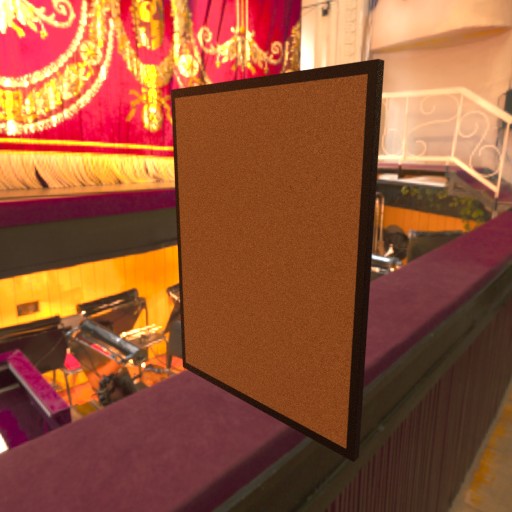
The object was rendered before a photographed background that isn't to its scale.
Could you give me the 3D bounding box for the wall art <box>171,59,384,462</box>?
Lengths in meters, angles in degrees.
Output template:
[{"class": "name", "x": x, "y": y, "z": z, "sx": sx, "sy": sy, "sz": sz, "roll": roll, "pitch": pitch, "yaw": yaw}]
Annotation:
[{"class": "wall art", "x": 0.000, "y": 0.000, "z": 1.365, "sx": 0.774, "sy": 1.027, "sz": 0.030, "roll": 13, "pitch": 19, "yaw": 43}]
